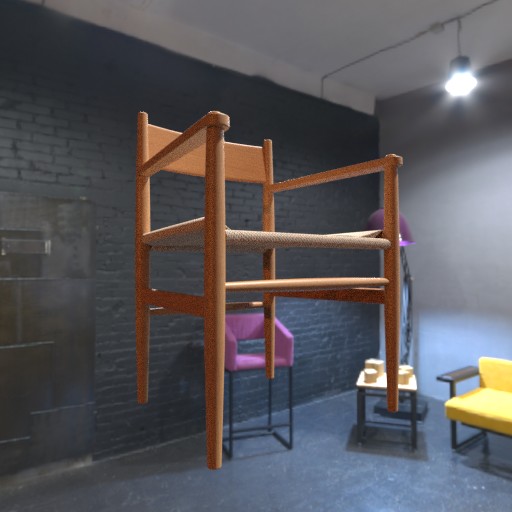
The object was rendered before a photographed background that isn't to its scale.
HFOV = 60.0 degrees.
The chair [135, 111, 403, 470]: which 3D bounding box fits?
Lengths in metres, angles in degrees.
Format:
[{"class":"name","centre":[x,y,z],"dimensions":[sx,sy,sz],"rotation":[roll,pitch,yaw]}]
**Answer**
[{"class":"chair","centre":[0.000,0.000,1.122],"dimensions":[0.556,0.762,0.495],"rotation":[1,-2,-37]}]
